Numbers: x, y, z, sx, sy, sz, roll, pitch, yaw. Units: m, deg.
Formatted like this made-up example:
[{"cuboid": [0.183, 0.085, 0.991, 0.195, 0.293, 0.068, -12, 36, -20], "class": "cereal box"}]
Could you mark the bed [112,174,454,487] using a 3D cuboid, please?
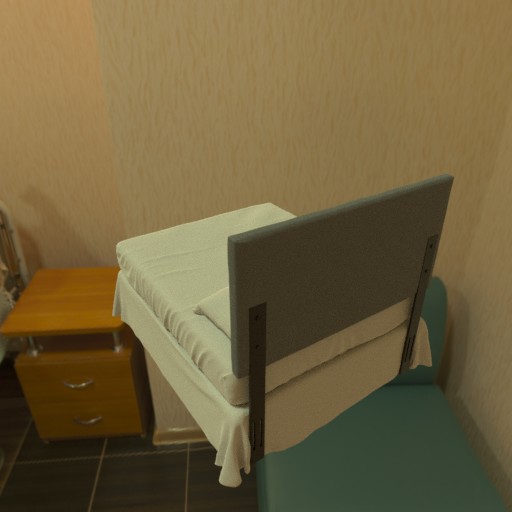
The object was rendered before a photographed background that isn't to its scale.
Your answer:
[{"cuboid": [0.000, 0.000, 3.484, 1.936, 1.577, 2.222, -18, 34, -30], "class": "bed"}]
